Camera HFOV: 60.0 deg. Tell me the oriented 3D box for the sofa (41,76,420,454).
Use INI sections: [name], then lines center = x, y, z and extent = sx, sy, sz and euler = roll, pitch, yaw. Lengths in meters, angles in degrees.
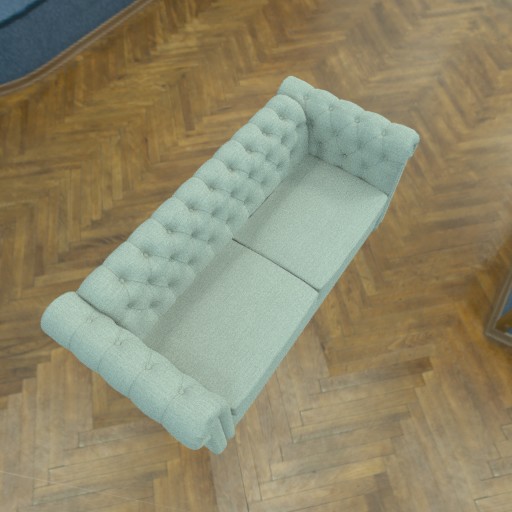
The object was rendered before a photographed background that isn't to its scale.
[sofa]
center = 0.000, 0.000, 2.235
extent = 0.783, 0.797, 1.798
euler = 31, 64, 18
